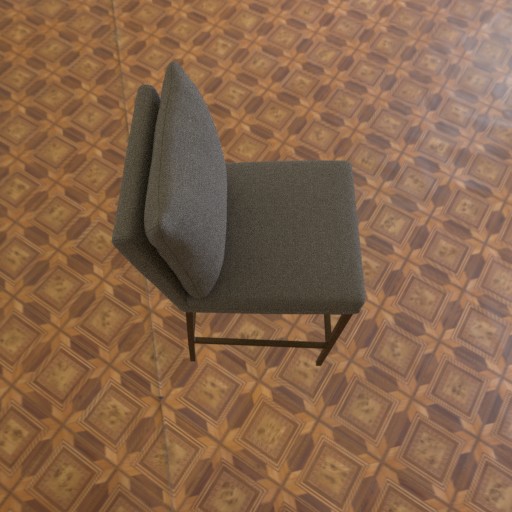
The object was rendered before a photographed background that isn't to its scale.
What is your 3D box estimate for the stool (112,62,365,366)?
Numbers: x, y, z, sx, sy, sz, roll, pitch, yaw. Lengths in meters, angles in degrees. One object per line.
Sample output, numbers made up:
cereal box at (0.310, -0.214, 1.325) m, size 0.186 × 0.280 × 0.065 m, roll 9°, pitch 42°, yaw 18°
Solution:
stool at (0.000, 0.000, 1.398) m, size 0.569 × 1.132 × 0.463 m, roll 1°, pitch 64°, yaw 0°
